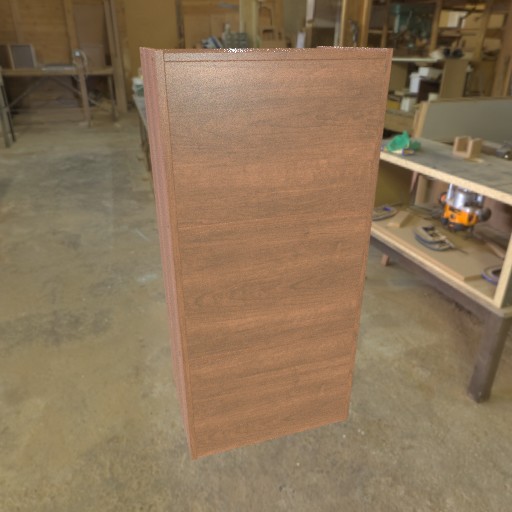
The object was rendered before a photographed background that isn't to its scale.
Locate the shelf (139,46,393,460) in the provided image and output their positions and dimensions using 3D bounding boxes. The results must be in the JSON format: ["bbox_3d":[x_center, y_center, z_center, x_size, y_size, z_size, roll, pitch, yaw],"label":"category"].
[{"bbox_3d":[0.000,0.000,1.034,0.414,0.879,0.290,-8,27,-16],"label":"shelf"}]
